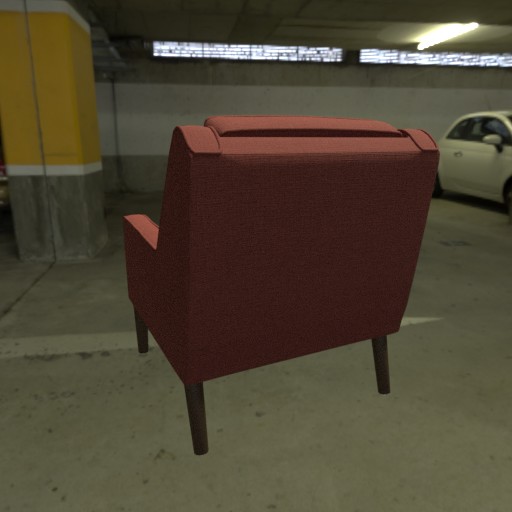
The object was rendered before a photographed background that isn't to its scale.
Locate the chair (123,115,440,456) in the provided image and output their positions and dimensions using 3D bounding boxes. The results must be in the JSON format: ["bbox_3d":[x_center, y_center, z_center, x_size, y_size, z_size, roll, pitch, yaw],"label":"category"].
[{"bbox_3d":[0.000,0.000,1.381,0.680,0.812,0.770,-7,16,-26],"label":"chair"}]
